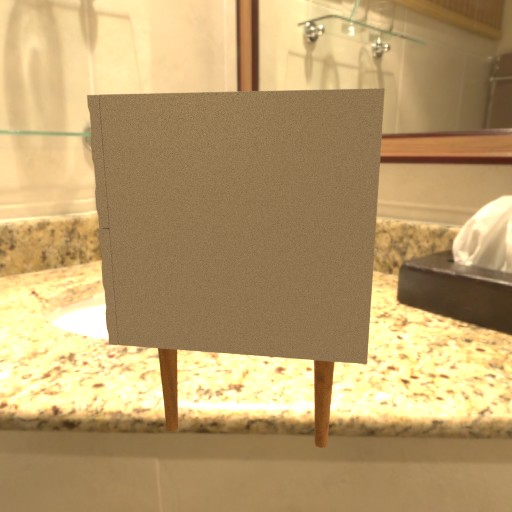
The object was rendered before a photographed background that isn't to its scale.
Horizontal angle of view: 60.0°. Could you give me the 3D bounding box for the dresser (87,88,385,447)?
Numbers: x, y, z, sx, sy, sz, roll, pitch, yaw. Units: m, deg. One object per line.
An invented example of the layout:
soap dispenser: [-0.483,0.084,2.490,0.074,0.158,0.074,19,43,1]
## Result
dresser: [0.000,0.000,0.897,0.414,0.568,0.503,2,14,9]
